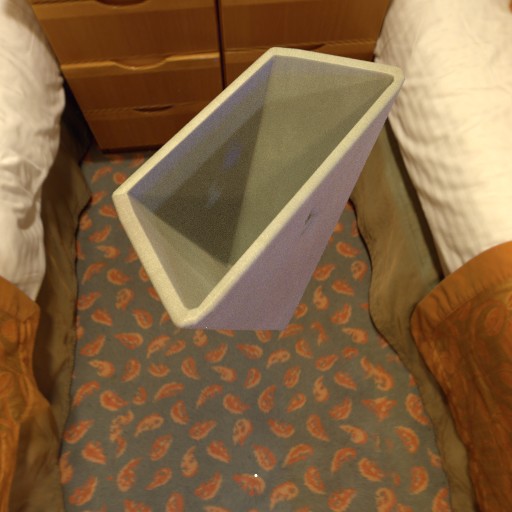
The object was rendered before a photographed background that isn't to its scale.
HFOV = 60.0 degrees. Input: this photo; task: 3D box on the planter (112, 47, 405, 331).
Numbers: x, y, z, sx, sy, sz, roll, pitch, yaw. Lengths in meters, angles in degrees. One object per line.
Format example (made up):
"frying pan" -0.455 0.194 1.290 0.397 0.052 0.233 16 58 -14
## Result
"planter" 0.000 0.000 0.265 0.060 0.197 0.150 34 68 16
